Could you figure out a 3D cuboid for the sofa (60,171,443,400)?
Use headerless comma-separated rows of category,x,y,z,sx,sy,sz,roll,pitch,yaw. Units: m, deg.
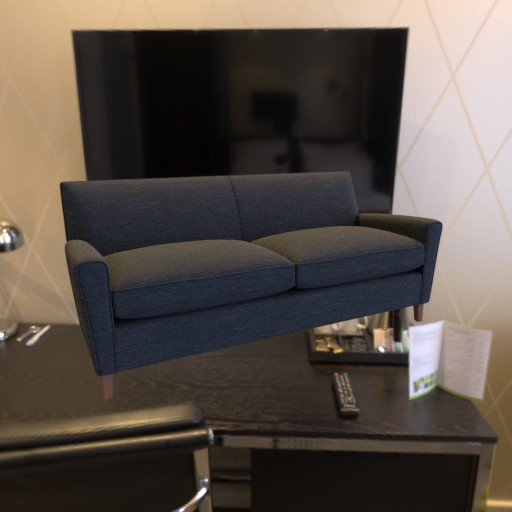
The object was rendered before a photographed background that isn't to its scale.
sofa,0.000,0.000,2.505,1.976,0.846,0.875,-7,16,-26
